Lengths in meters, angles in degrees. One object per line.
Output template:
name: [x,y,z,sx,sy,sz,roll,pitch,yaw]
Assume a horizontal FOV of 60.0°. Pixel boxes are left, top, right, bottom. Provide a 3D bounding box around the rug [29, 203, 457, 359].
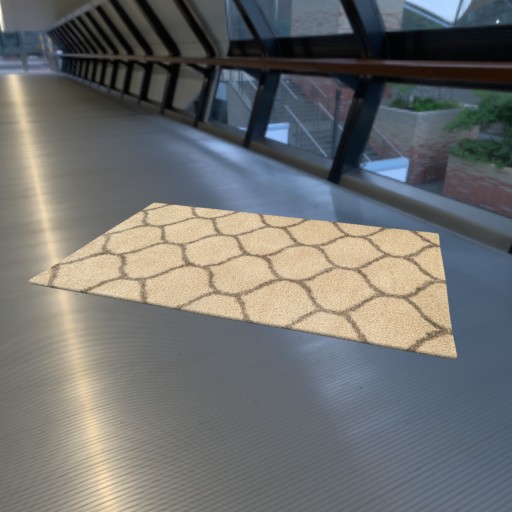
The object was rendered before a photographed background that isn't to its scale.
rug: [0.000,0.000,2.935,2.348,0.024,1.501,8,27,16]
